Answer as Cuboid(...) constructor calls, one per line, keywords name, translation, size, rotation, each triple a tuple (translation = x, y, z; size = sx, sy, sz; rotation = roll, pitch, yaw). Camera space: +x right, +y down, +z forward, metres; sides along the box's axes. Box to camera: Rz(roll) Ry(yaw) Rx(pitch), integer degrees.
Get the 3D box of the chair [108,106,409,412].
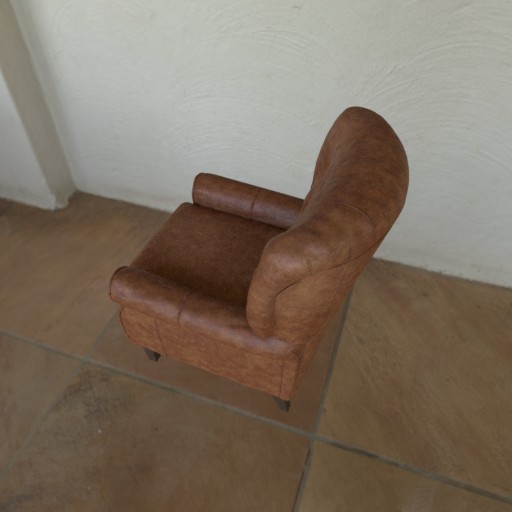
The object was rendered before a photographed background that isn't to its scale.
Cuboid(name="chair", translation=(0.000, 0.000, 1.923), size=(1.059, 1.164, 0.951), rotation=(16, 48, 15))
